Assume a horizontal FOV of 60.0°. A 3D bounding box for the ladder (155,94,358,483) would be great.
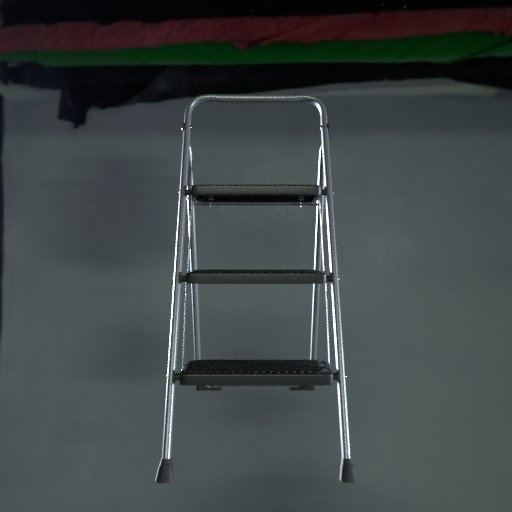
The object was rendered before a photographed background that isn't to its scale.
[{"bbox_3d":[0.000,0.000,1.236,0.430,0.945,0.629,0,1,0],"label":"ladder"}]
